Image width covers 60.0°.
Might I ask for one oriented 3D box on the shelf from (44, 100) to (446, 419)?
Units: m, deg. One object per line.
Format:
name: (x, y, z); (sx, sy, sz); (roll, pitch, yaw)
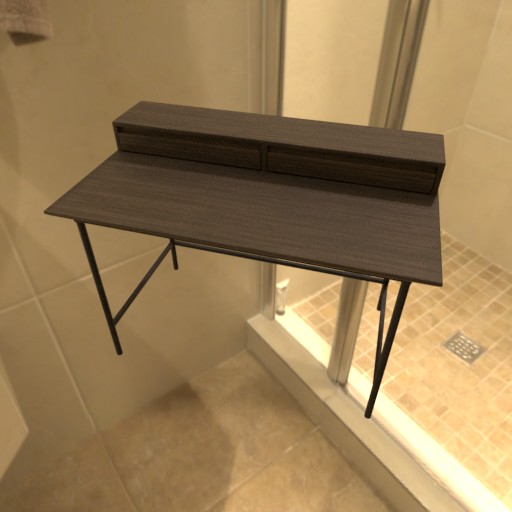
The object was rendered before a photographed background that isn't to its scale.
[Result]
shelf: (0.000, 0.000, 1.732); (1.212, 0.865, 0.685); (11, 40, 13)
